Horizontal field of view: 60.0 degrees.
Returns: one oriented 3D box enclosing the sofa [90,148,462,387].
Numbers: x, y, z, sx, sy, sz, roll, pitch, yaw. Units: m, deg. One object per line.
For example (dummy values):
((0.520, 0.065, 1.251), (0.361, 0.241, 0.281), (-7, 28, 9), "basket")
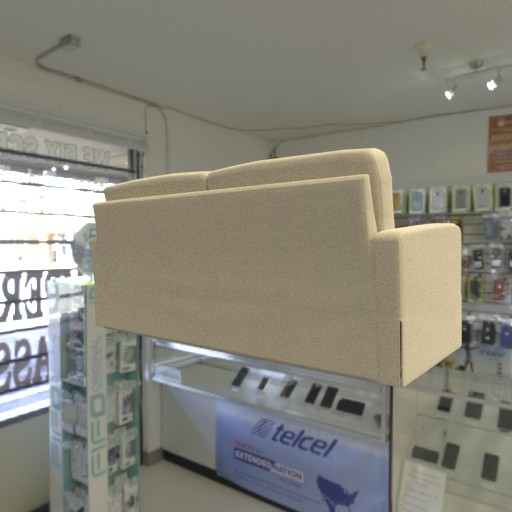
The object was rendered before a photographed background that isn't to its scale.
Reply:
((0.000, 0.000, 2.298), (1.808, 0.831, 0.894), (1, 2, 38), "sofa")
